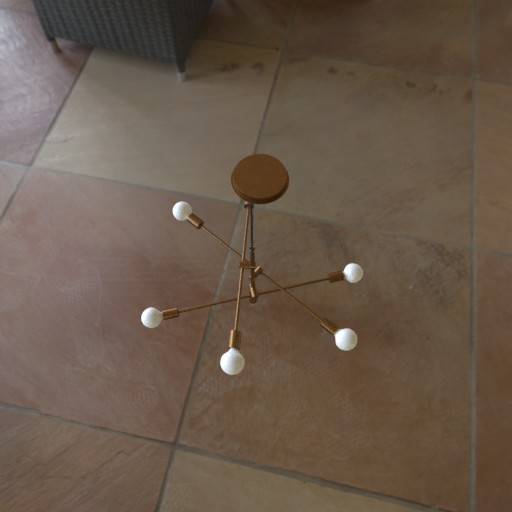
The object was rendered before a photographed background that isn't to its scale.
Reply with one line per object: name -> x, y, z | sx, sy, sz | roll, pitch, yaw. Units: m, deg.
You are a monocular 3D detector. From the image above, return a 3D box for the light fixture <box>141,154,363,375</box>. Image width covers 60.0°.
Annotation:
light fixture -> 0.000, 0.000, 1.244 | 0.682, 0.744, 0.637 | 14, 65, 7
